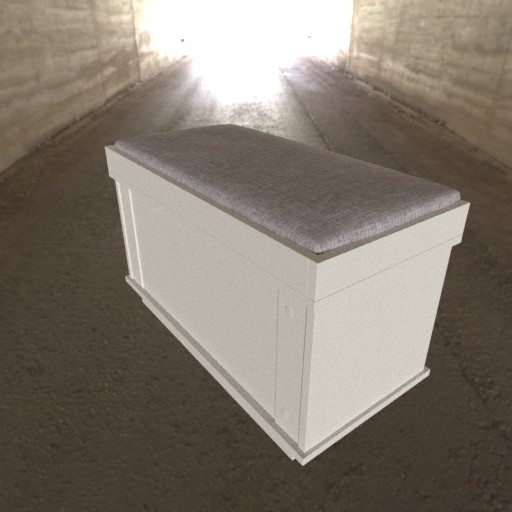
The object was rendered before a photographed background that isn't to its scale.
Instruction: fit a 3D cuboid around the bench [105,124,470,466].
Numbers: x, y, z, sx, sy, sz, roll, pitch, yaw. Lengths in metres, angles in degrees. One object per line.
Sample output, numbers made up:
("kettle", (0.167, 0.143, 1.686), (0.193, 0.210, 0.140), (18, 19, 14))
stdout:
("bench", (0.000, 0.000, 1.000), (0.362, 0.461, 0.734), (-19, 34, -32))
